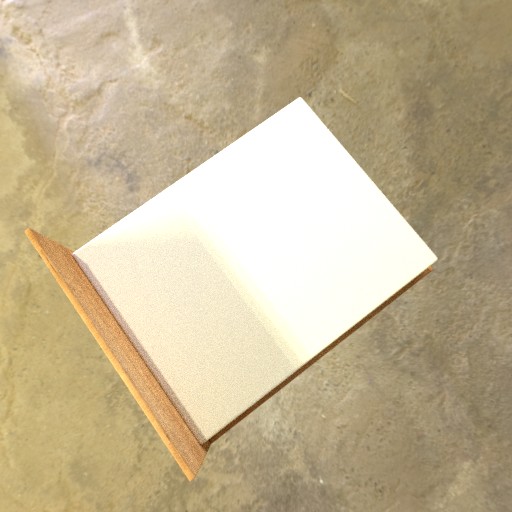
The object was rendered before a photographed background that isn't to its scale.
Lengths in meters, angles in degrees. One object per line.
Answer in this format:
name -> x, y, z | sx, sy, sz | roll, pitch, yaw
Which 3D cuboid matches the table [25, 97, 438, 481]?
table -> 0.000, 0.000, 3.121 | 2.149, 1.041, 1.707 | -36, 80, -7
